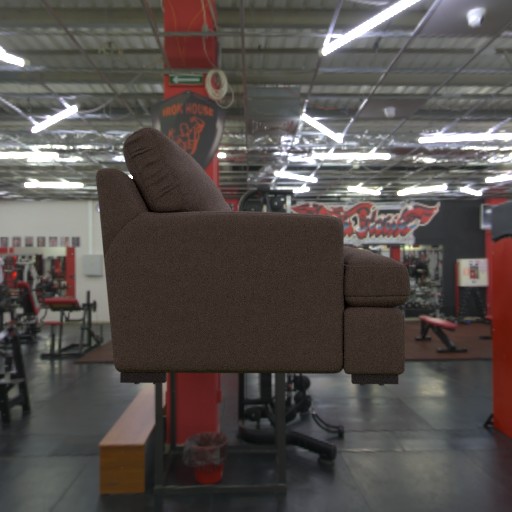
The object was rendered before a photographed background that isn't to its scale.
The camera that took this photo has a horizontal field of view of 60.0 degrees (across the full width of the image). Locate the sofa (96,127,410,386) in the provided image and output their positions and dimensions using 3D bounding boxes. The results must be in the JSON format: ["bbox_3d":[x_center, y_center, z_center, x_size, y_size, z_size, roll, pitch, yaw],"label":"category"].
[{"bbox_3d":[0.000,0.000,2.473,1.140,0.950,1.869,0,-1,1],"label":"sofa"}]
